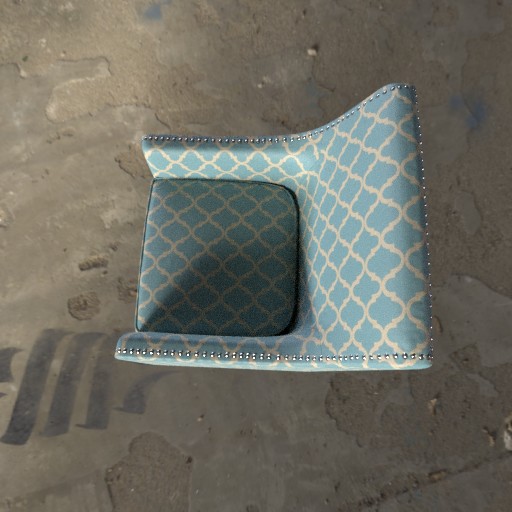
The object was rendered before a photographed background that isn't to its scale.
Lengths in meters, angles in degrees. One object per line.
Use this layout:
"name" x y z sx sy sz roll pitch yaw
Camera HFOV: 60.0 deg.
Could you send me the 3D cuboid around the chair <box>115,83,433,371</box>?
"chair" 0.000 0.000 1.269 0.686 0.817 0.617 2 74 1
